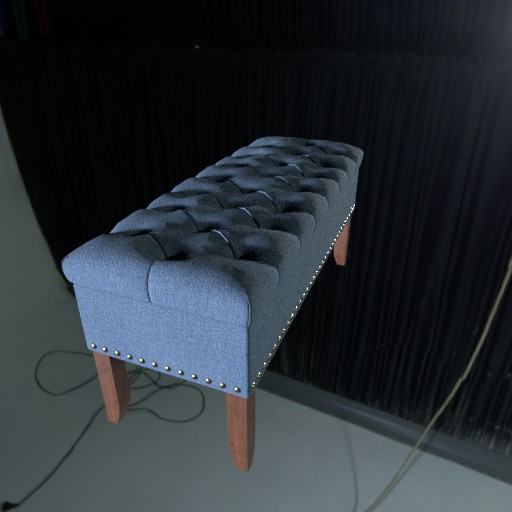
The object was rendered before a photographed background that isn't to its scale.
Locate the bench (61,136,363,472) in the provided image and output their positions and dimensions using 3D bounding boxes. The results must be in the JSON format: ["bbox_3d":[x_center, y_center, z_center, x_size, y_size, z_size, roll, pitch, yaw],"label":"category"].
[{"bbox_3d":[0.000,0.000,1.326,0.417,0.492,1.052,11,30,19],"label":"bench"}]
